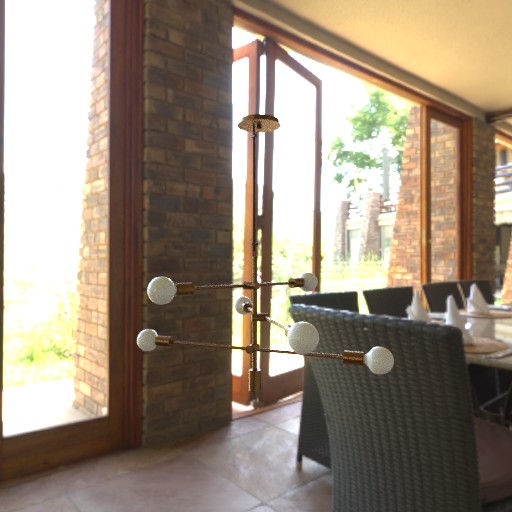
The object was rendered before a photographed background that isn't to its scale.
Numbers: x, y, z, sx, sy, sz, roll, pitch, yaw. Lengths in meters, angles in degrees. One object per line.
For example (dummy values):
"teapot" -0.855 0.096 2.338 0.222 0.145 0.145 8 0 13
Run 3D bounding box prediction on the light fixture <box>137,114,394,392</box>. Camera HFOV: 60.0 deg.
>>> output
"light fixture" 0.000 0.000 1.218 0.637 0.744 0.682 1 -1 -37
